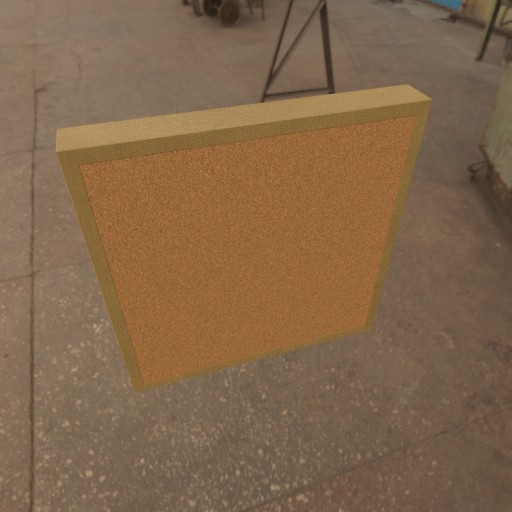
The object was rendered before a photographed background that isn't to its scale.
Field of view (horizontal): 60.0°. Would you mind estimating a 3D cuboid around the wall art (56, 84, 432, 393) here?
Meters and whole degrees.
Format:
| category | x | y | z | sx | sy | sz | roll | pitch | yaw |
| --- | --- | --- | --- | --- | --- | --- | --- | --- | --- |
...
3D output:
| category | x | y | z | sx | sy | sz | roll | pitch | yaw |
| --- | --- | --- | --- | --- | --- | --- | --- | --- | --- |
| wall art | 0.000 | 0.000 | 0.457 | 0.305 | 0.305 | 0.038 | -12 | 42 | -13 |
